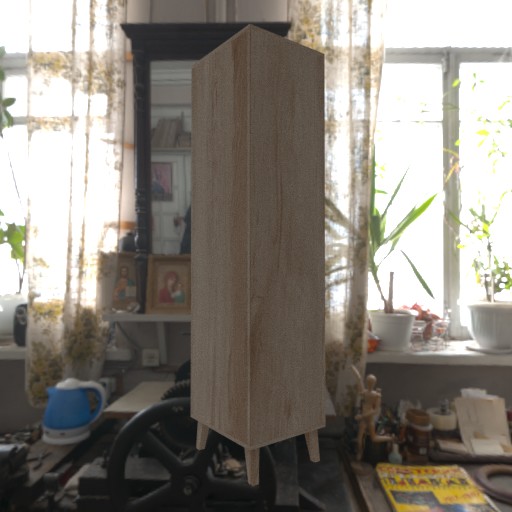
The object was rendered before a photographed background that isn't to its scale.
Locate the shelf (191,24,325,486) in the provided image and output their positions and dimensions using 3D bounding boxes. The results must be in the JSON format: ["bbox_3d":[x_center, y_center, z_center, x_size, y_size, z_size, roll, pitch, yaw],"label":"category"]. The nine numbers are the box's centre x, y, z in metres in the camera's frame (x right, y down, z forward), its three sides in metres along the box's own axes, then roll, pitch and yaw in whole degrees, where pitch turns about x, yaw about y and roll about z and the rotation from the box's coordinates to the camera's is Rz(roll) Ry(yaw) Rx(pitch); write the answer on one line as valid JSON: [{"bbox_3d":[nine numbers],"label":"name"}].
[{"bbox_3d":[0.000,0.000,2.204,0.450,1.960,0.510,1,-1,-37],"label":"shelf"}]
